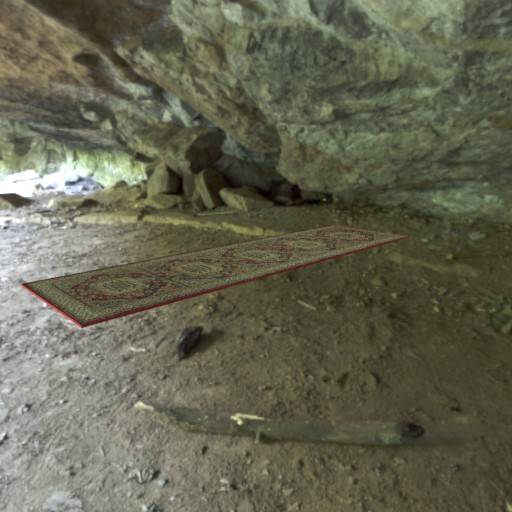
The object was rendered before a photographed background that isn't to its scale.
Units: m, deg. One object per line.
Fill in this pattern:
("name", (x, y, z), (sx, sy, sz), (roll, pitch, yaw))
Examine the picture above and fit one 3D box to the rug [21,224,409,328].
("rug", (0.000, 0.000, 2.527), (2.292, 0.015, 0.659), (-13, 19, -42))
